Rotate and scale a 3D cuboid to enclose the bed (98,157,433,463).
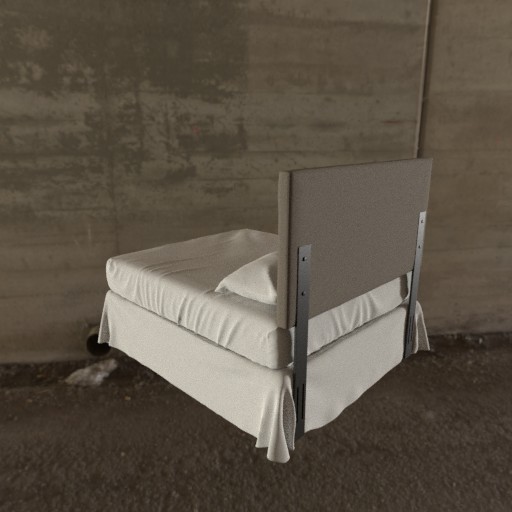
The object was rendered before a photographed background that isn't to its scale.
[{"bbox_3d":[0.000,0.000,3.581,2.222,1.577,1.936,15,22,42],"label":"bed"}]
